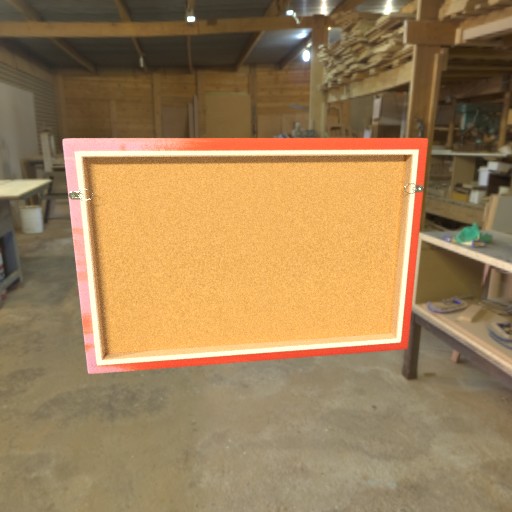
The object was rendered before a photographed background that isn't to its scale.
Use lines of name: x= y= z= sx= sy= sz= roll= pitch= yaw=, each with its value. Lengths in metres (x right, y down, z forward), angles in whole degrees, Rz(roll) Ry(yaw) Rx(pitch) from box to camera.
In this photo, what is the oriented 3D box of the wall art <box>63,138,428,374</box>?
wall art: x=0.000 y=0.000 z=1.187 sx=0.913 sy=0.609 sz=0.040 roll=-2 pitch=15 yaw=-9
